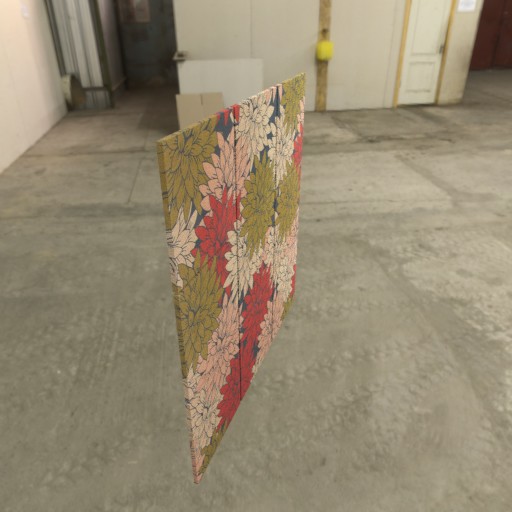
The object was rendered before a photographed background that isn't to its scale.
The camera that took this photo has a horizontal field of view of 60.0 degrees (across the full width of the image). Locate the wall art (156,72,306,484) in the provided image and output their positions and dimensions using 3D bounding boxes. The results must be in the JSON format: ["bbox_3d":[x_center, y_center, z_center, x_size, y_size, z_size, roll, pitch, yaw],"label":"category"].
[{"bbox_3d":[0.000,0.000,1.322,0.013,0.913,0.904,11,31,18],"label":"wall art"}]
